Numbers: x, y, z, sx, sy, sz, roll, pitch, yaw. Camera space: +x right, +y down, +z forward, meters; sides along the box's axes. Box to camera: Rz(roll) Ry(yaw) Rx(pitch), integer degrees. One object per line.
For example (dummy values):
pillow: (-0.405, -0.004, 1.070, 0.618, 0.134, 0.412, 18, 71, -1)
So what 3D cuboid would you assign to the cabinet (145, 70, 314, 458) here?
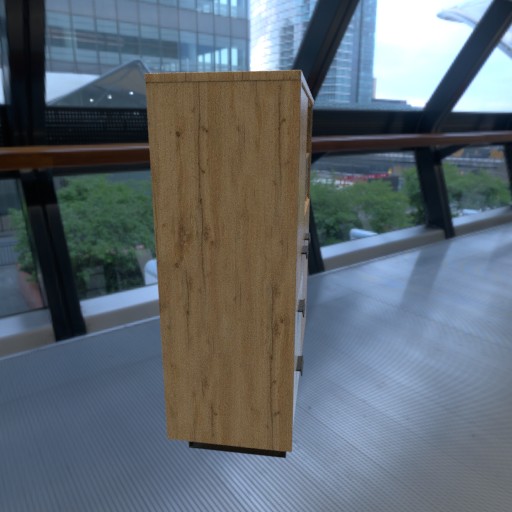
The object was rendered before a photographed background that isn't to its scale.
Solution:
cabinet: (0.000, 0.000, 1.993, 0.473, 1.397, 1.168, 2, 16, 9)
